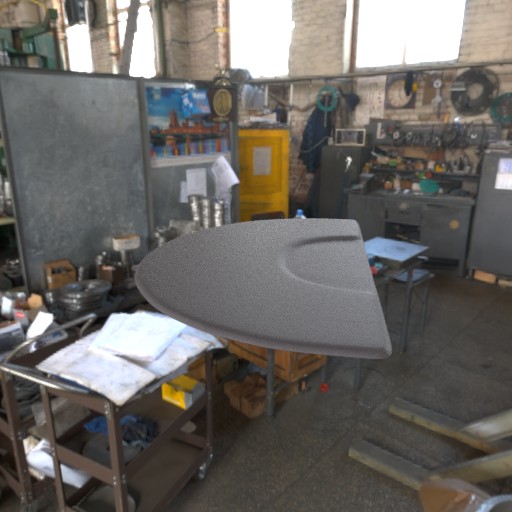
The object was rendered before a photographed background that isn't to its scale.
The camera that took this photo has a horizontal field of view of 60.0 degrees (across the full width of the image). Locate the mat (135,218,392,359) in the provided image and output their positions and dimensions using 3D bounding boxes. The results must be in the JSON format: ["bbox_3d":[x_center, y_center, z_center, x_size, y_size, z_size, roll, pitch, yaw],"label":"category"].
[{"bbox_3d":[0.000,0.000,1.838,0.917,0.022,1.525,3,17,9],"label":"mat"}]
